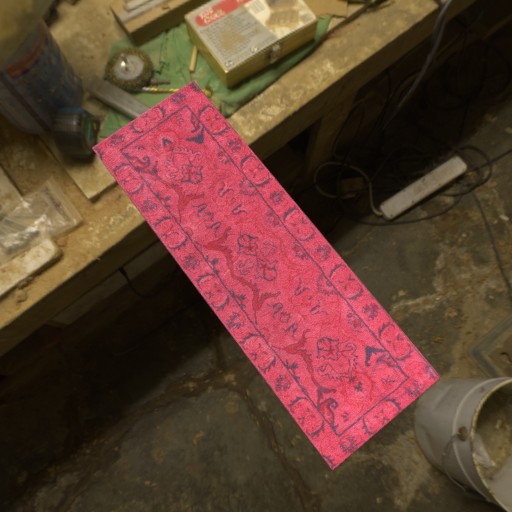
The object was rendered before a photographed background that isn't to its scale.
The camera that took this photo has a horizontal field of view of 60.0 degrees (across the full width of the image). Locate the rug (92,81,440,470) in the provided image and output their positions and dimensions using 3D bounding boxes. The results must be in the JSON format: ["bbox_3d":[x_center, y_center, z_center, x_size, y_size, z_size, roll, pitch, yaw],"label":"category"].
[{"bbox_3d":[0.000,0.000,2.715,0.813,0.018,2.439,-37,80,-8],"label":"rug"}]
